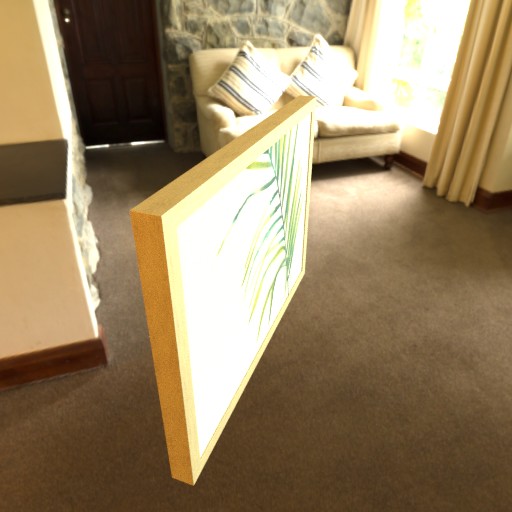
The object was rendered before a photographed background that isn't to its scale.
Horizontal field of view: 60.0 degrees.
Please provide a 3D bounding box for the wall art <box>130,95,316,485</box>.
[{"bbox_3d":[0.000,0.000,0.688,0.032,0.380,0.532,11,32,18],"label":"wall art"}]
